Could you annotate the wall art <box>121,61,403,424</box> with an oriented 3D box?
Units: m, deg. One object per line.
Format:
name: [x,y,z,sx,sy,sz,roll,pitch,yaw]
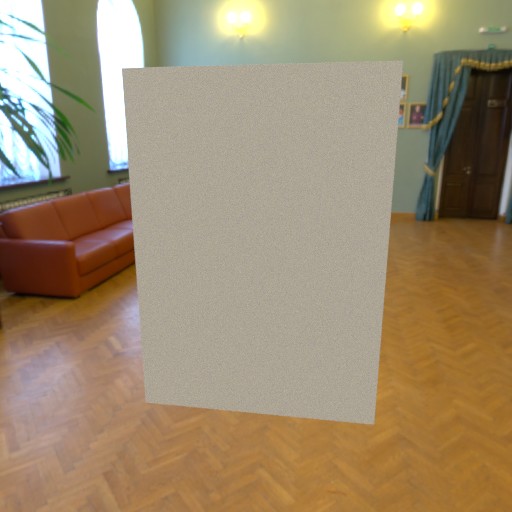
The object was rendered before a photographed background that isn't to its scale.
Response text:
wall art: [0.000,0.000,0.667,0.381,0.533,0.013,2,15,9]
